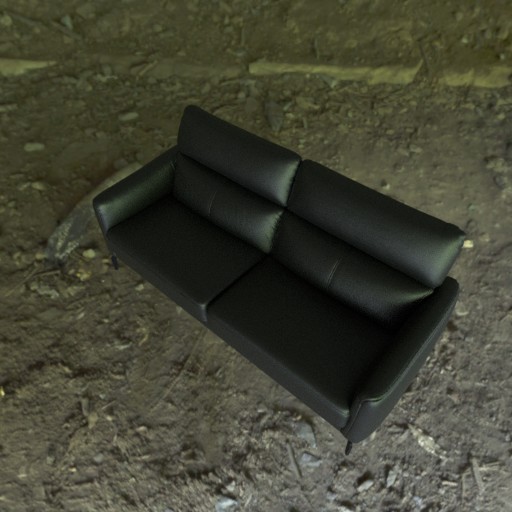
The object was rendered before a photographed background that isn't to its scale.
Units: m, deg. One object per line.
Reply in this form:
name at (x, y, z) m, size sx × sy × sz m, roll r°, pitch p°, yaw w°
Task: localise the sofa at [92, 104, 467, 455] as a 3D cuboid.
sofa at (0.000, 0.000, 2.536) m, size 2.069 × 0.957 × 0.856 m, roll 32°, pitch 54°, yaw 27°
